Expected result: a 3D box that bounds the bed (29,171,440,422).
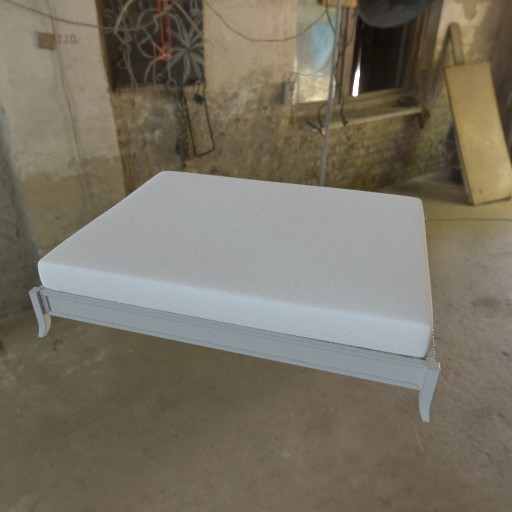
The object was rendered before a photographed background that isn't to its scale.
[{"bbox_3d":[0.000,0.000,2.797,2.108,0.510,1.604,8,31,14],"label":"bed"}]
